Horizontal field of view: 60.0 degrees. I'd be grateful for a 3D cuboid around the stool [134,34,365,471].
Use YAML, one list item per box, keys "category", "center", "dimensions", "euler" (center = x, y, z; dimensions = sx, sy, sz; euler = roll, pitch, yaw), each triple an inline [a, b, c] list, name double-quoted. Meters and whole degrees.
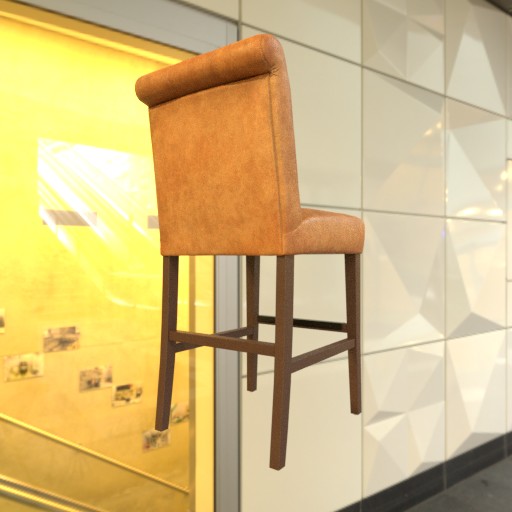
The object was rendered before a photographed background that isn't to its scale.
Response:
- category: "stool"
  center: [0.000, 0.000, 1.371]
  dimensions: [0.493, 1.047, 0.601]
  euler: [0, 0, 36]
